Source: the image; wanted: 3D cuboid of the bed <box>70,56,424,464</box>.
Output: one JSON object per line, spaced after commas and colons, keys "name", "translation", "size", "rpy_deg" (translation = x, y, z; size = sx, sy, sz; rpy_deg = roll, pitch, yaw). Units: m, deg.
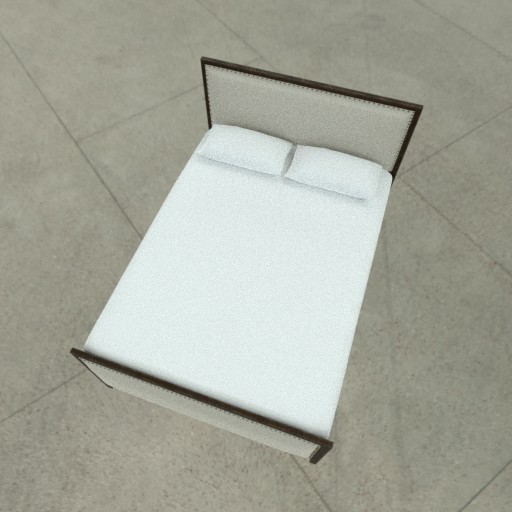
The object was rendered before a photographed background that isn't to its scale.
{"name": "bed", "translation": [0.000, 0.000, 3.128], "size": [1.607, 1.313, 2.221], "rpy_deg": [17, 60, 10]}
